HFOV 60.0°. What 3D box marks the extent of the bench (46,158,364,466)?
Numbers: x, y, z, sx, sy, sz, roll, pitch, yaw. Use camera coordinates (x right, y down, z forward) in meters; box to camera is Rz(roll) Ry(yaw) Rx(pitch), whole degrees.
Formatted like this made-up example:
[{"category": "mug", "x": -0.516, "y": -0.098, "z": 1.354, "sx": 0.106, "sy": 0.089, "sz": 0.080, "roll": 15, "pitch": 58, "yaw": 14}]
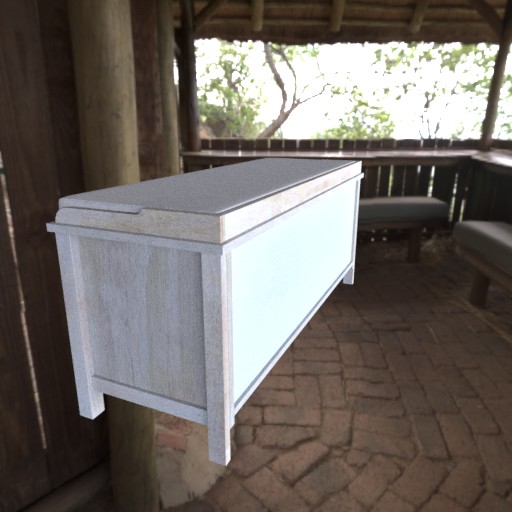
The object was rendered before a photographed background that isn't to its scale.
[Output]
[{"category": "bench", "x": 0.000, "y": 0.000, "z": 1.357, "sx": 0.398, "sy": 0.501, "sz": 1.140, "roll": 8, "pitch": 19, "yaw": 23}]
